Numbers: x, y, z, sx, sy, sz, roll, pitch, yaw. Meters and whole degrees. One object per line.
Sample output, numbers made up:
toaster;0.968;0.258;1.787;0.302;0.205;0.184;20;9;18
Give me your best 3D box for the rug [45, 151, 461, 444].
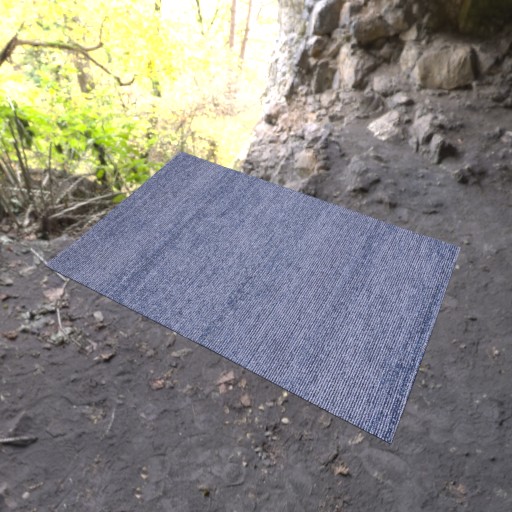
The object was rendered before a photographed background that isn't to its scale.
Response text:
rug;0.000;0.000;2.233;1.777;0.021;1.145;23;51;20
